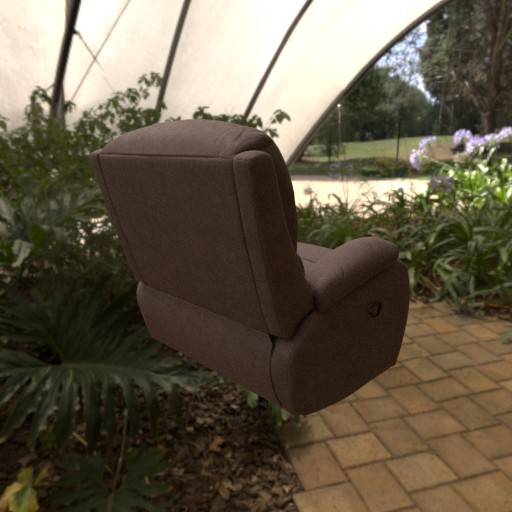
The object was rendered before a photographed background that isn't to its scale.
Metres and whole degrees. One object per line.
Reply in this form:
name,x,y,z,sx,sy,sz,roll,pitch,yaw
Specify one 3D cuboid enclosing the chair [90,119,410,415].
chair,0.000,0.000,1.753,0.899,1.011,0.930,-14,20,-43
